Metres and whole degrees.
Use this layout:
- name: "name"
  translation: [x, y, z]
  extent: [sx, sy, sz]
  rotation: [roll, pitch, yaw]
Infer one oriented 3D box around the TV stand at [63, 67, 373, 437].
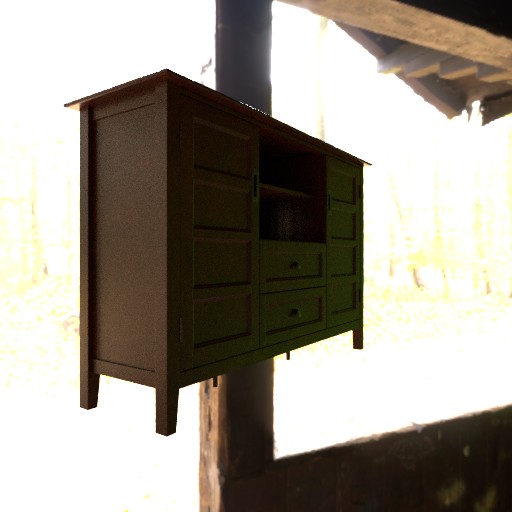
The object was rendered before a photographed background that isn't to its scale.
- name: "TV stand"
  translation: [0.000, 0.000, 1.755]
  extent: [0.445, 0.915, 1.372]
  rotation: [0, 0, 35]
